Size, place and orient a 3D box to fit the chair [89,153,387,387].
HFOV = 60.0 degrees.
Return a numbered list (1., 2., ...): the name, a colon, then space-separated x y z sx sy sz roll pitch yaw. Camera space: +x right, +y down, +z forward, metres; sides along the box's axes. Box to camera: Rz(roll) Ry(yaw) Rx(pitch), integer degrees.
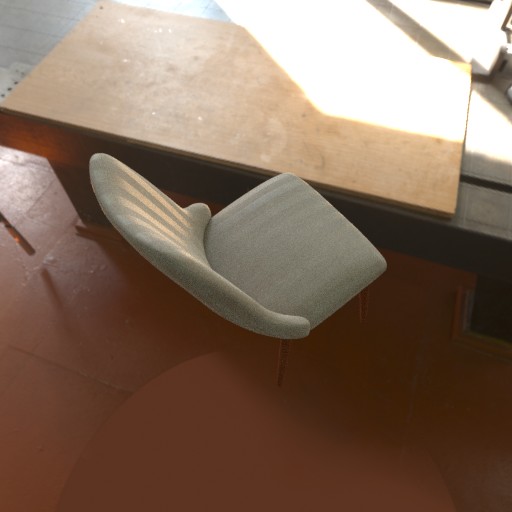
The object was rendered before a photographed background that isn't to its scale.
1. chair: 0.000 0.000 1.299 0.684 0.917 0.526 -32 62 -19
